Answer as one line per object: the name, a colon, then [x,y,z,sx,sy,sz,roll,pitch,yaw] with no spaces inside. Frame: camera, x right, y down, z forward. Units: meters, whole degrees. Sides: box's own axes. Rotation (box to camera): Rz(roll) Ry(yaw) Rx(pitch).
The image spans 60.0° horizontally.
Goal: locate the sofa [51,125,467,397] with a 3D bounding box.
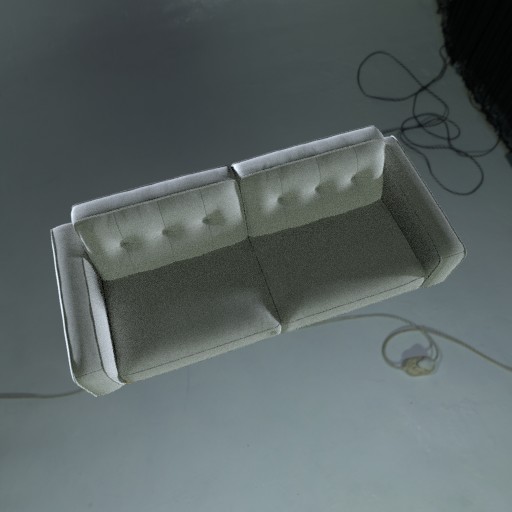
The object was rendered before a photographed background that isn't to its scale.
sofa: [0.000,0.000,2.711,2.270,0.781,0.956,-17,64,-9]
